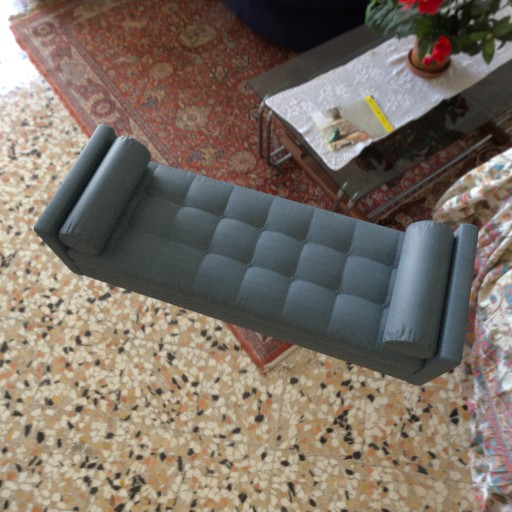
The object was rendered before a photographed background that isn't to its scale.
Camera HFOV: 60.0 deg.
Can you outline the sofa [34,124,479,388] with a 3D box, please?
[{"bbox_3d":[0.000,0.000,2.332,1.981,0.635,0.686,17,65,8],"label":"sofa"}]
